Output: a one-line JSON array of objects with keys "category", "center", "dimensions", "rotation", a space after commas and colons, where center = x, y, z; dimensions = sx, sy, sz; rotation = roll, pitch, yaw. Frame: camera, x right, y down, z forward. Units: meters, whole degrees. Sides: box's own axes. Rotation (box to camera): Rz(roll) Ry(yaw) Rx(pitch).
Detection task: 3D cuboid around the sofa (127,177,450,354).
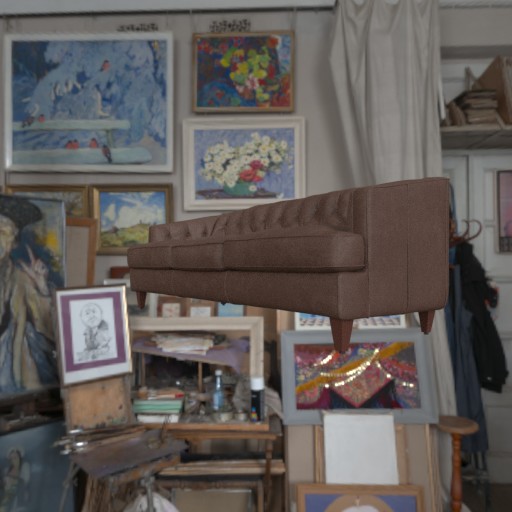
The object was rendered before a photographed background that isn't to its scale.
[{"category": "sofa", "center": [0.000, 0.000, 2.738], "dimensions": [0.927, 0.787, 2.227], "rotation": [1, -1, -36]}]
